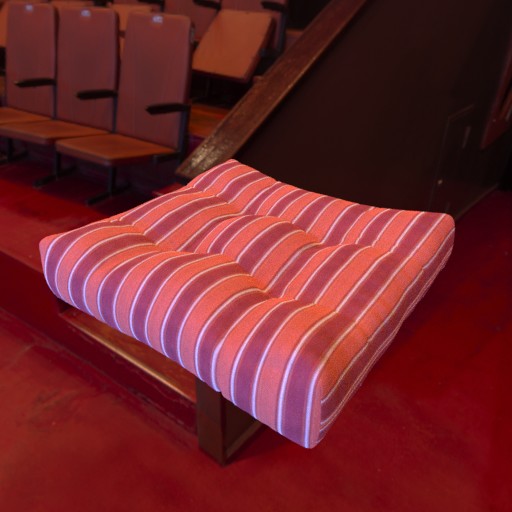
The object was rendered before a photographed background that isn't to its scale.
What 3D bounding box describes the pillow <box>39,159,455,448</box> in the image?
[{"bbox_3d":[0.000,0.000,0.702,0.490,0.133,0.468,21,38,31],"label":"pillow"}]
